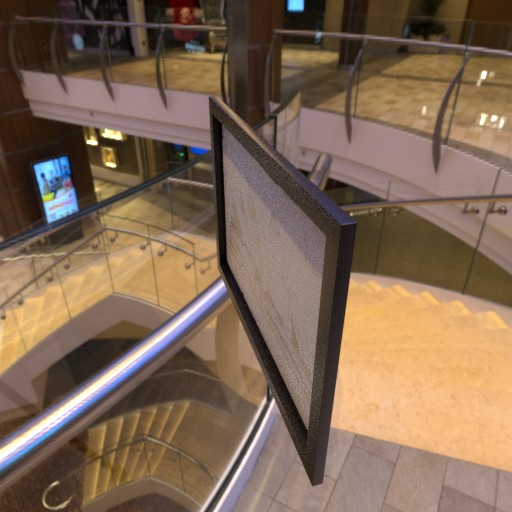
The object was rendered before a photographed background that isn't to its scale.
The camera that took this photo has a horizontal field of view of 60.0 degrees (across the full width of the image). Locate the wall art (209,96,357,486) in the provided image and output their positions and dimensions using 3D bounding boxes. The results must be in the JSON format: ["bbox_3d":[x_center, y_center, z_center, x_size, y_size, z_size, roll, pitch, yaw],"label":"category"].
[{"bbox_3d":[0.000,0.000,0.565,0.013,0.306,0.440,-9,32,-15],"label":"wall art"}]
